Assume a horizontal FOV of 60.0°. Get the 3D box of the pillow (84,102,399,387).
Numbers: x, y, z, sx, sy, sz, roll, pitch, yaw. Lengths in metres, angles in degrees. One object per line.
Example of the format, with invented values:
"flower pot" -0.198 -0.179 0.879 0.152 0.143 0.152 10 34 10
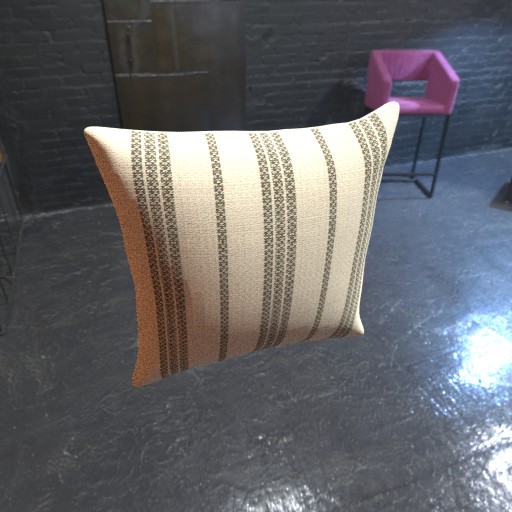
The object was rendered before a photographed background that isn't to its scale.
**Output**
"pillow" 0.000 0.000 0.644 0.405 0.406 0.173 -10 33 -15
